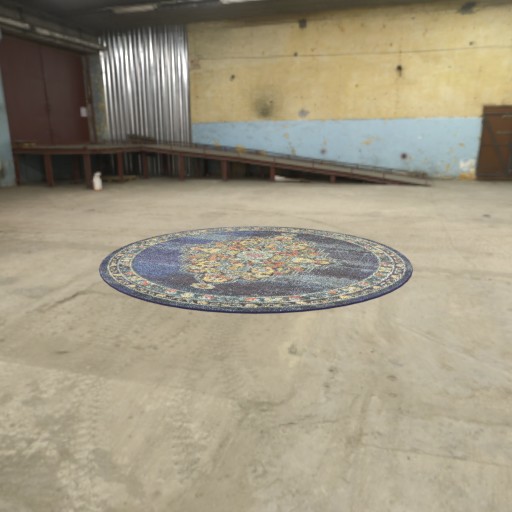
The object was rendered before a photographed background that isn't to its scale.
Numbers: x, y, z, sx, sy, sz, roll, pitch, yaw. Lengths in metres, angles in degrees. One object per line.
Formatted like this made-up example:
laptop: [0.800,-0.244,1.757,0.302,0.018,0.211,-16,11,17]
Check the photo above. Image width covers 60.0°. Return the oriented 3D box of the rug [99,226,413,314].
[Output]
rug: [0.000,0.000,3.560,2.386,0.014,2.386,0,15,0]
